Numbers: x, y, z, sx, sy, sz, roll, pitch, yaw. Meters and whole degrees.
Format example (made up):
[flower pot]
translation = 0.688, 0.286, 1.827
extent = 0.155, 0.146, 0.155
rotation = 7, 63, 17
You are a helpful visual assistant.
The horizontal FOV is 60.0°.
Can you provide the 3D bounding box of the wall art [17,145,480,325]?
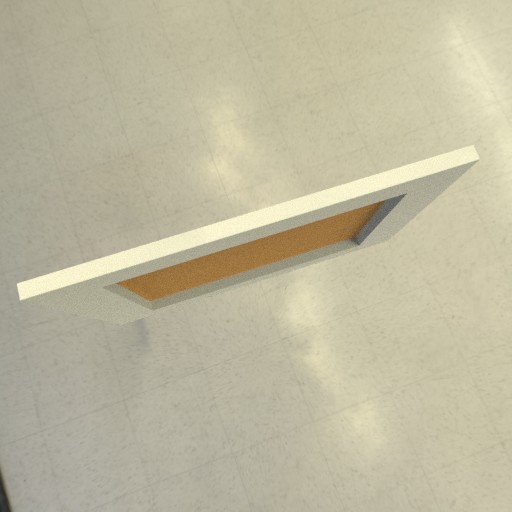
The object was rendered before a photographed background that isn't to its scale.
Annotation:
[wall art]
translation = 0.000, 0.000, 1.136
extent = 0.906, 0.617, 0.033
rotation = -17, 78, -4
